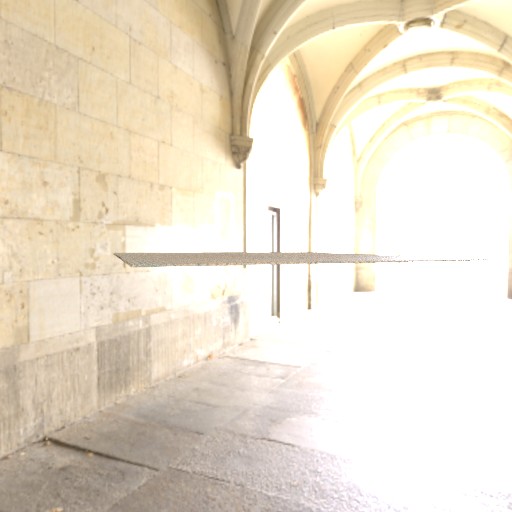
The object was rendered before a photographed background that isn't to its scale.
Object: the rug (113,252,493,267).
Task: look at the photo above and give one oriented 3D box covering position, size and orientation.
[{"bbox_3d":[0.000,0.000,4.134,2.457,0.015,3.049,-1,2,-19],"label":"rug"}]
